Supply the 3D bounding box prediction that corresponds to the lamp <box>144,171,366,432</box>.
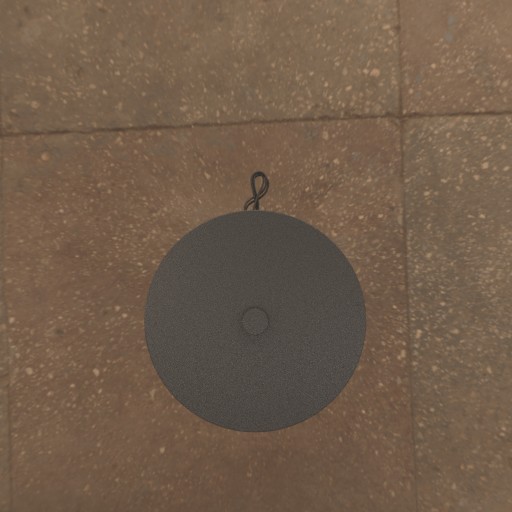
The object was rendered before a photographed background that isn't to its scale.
[{"bbox_3d":[0.000,0.000,0.701,0.229,0.508,0.369,0,89,0],"label":"lamp"}]
